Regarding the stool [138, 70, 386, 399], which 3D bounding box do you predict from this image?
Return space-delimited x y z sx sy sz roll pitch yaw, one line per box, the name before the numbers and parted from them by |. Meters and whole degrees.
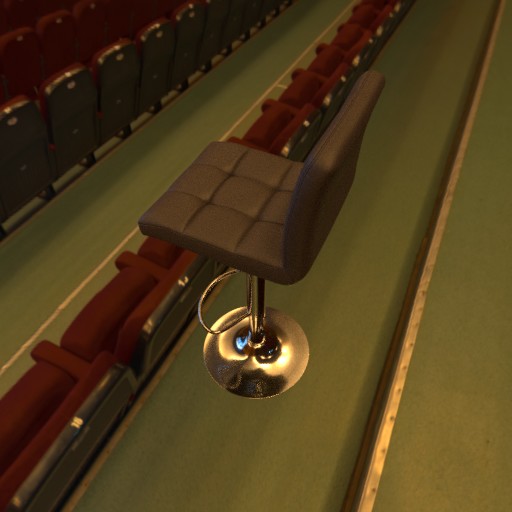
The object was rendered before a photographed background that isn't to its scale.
stool | 0.000 0.000 1.381 0.505 1.115 0.430 19 50 16
